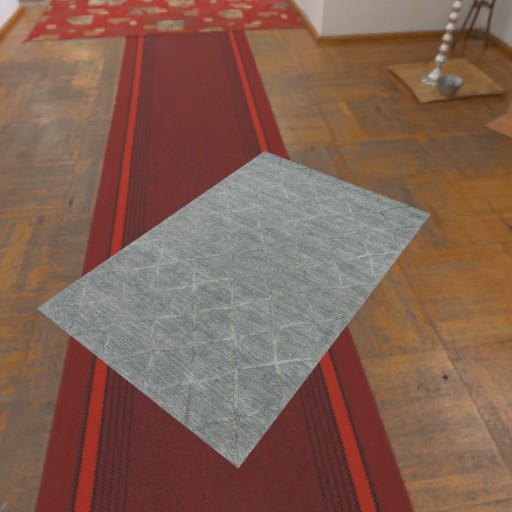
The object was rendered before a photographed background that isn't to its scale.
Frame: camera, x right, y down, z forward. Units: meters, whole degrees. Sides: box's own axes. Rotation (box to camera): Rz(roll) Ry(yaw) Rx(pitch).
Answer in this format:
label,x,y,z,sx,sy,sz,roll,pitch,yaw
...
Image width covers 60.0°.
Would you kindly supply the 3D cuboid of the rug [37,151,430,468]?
label,x,y,z,sx,sy,sz,roll,pitch,yaw
rug,0.000,0.000,2.951,1.521,0.006,2.283,27,49,26
